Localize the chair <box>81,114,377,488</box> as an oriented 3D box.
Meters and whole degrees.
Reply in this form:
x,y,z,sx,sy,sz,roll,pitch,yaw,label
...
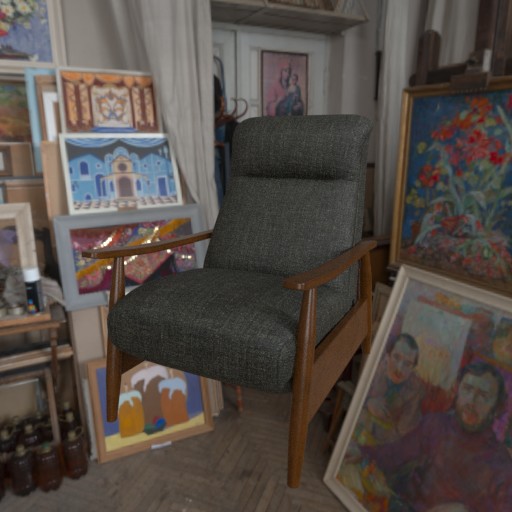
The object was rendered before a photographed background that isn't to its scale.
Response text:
x,y,z,sx,sy,sz,roll,pitch,yaw,label
0.000,0.000,1.712,0.762,1.082,1.014,7,16,25,chair
